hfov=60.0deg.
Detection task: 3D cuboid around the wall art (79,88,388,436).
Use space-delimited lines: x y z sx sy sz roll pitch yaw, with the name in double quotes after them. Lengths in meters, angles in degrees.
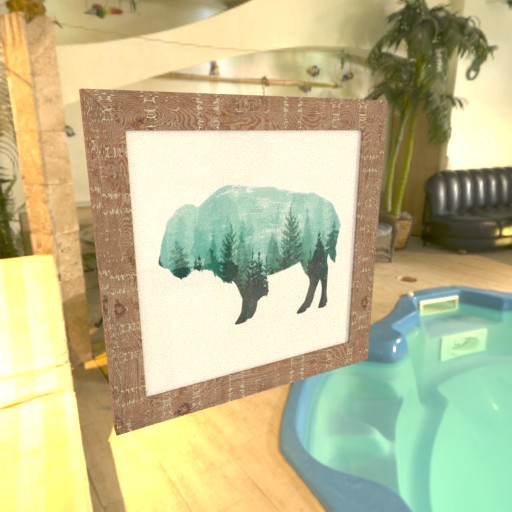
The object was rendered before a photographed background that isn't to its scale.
0.000 0.000 0.559 0.380 0.380 0.022 -8 18 -27 "wall art"
